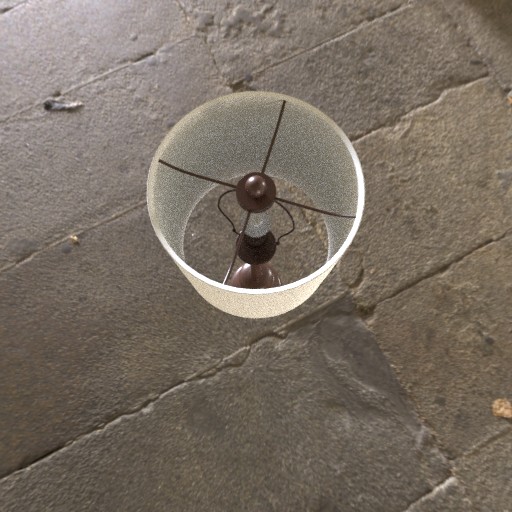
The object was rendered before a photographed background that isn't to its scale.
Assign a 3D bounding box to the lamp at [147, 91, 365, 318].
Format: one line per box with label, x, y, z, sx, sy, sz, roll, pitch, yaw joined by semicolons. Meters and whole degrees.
lamp;0.000;0.000;0.837;0.254;0.690;0.254;17;77;4
